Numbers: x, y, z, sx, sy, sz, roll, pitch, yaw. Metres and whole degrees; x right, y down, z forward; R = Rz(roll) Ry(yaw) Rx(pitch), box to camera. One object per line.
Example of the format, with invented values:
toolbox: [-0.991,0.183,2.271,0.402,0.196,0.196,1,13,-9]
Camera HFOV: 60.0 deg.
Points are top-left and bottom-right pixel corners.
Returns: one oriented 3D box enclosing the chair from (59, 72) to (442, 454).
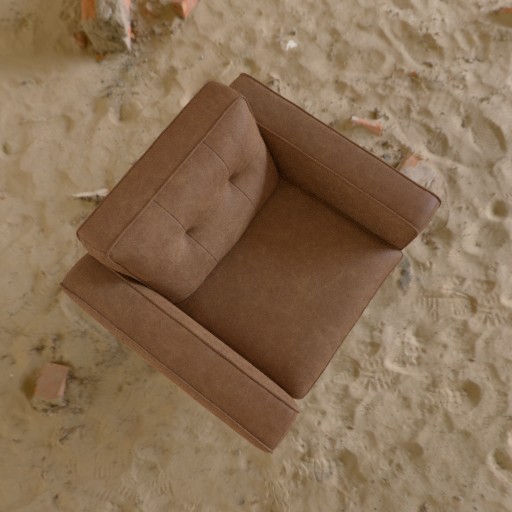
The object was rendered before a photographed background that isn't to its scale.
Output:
chair: [0.000,0.000,1.757,0.952,0.782,1.118,36,78,8]
